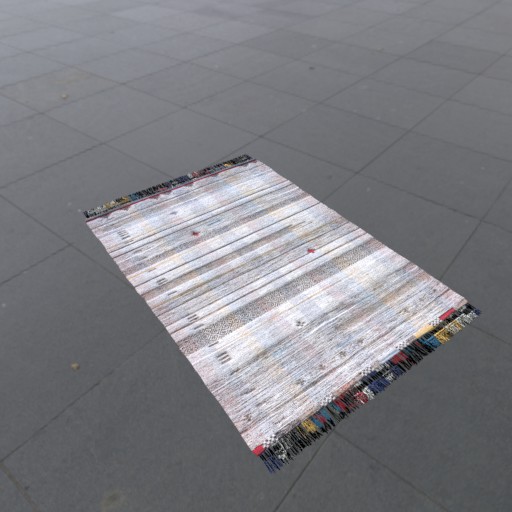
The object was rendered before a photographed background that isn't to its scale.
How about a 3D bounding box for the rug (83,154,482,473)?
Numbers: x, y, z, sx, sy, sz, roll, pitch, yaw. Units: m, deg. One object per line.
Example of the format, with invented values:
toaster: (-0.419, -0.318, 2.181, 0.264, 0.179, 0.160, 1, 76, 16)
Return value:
rug: (0.000, 0.000, 2.278, 1.217, 0.012, 1.848, -26, 47, -26)
